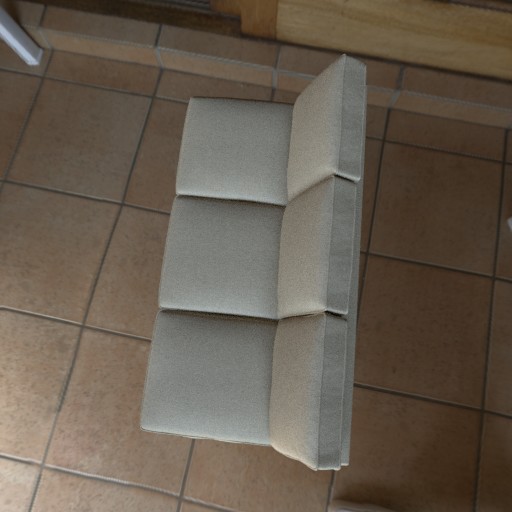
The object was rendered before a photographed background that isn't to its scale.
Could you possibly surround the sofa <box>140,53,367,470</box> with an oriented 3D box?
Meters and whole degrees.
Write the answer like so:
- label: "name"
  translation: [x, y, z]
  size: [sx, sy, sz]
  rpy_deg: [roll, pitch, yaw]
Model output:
- label: "sofa"
  translation: [0.000, 0.000, 2.458]
  size: [1.027, 0.973, 1.962]
  rpy_deg: [6, 76, 1]
